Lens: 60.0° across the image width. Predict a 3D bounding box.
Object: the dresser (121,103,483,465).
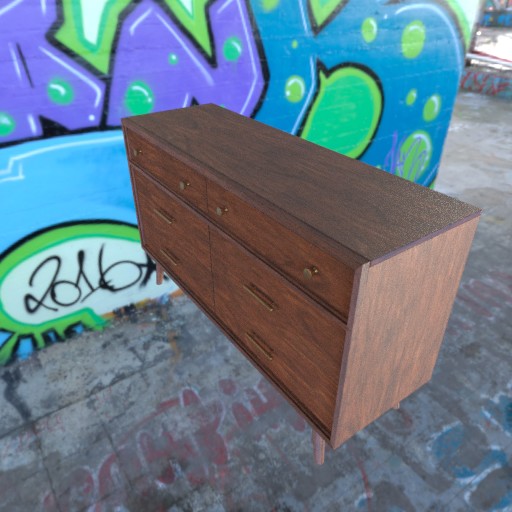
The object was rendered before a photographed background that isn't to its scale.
[{"bbox_3d":[0.000,0.000,1.856,0.500,0.889,1.472,-21,38,-29],"label":"dresser"}]
